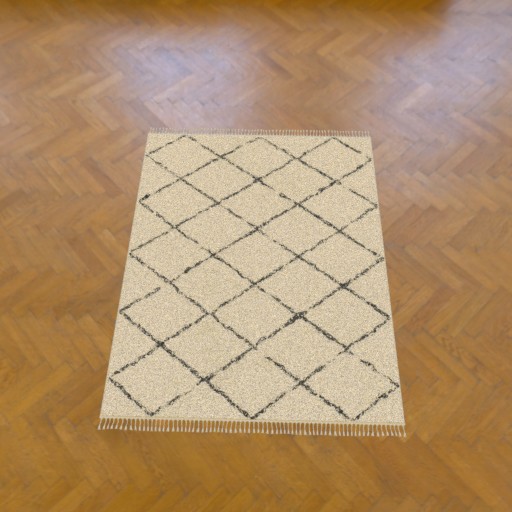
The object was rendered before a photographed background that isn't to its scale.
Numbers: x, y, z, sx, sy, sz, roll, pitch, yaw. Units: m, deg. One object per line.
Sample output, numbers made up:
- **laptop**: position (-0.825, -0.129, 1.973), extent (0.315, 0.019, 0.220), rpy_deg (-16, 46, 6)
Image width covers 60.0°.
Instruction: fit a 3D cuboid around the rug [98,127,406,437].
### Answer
- **rug**: position (0.000, 0.000, 4.089), extent (2.380, 0.013, 3.051), rpy_deg (1, 64, 1)
